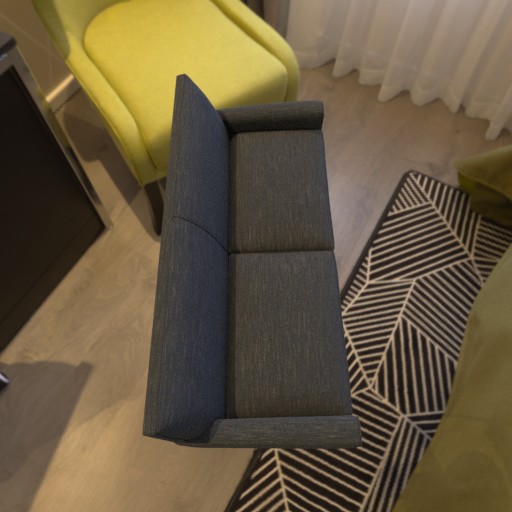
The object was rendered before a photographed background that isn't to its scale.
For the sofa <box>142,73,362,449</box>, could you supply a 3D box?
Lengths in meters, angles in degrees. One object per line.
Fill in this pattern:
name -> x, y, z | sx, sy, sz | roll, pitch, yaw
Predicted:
sofa -> 0.000, 0.000, 2.440 | 0.875, 0.846, 1.976 | -1, 63, 0
